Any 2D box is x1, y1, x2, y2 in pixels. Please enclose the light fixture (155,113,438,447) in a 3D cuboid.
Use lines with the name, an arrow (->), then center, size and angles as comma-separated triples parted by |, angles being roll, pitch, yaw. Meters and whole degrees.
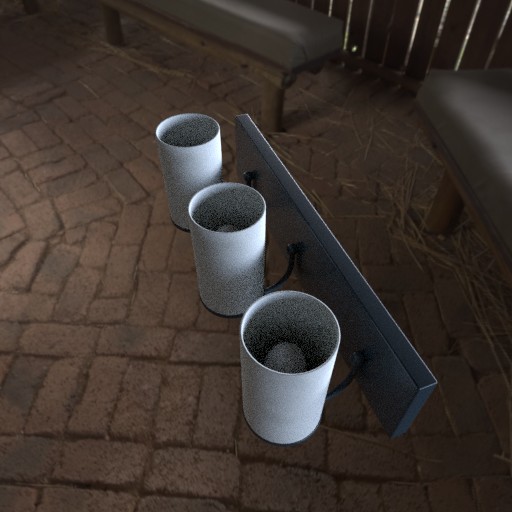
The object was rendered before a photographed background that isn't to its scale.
light fixture -> 0.000, 0.000, 0.520 | 0.145, 0.172, 0.451 | -16, 49, -14
